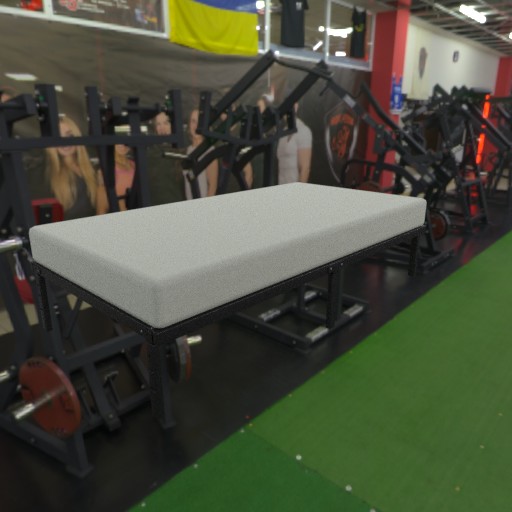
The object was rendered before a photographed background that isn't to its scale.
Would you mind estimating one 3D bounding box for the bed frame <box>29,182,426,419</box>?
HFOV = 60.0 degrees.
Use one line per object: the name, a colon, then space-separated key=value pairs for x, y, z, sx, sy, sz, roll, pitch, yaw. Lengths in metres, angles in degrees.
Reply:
bed frame: x=0.000 y=0.000 z=3.241 sx=1.393 sy=0.680 sz=2.635 roll=16 pitch=24 yaw=41
